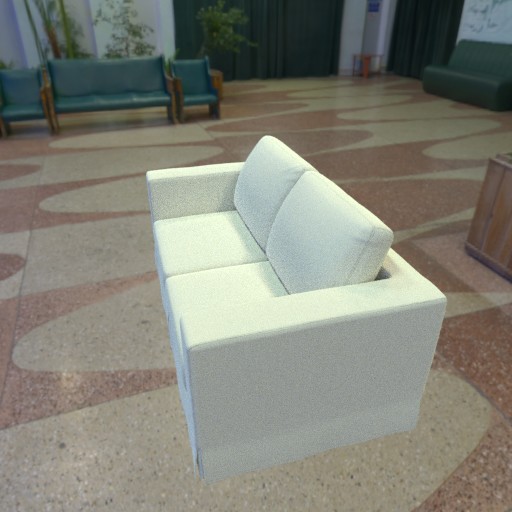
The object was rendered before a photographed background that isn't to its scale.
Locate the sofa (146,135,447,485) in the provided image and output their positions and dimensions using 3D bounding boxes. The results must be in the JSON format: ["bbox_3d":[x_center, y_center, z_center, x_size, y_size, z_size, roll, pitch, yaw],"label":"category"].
[{"bbox_3d":[0.000,0.000,2.380,1.009,0.932,1.813,-8,31,-14],"label":"sofa"}]
